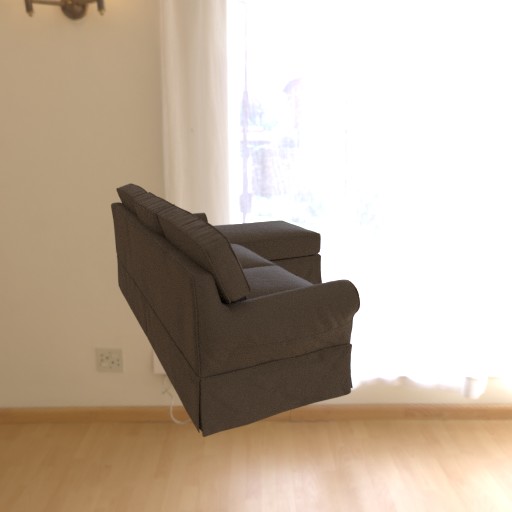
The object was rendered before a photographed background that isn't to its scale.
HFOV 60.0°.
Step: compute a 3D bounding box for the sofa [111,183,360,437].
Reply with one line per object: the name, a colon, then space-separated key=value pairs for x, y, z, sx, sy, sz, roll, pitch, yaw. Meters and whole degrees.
sofa: x=0.000 y=0.000 z=3.347 sx=1.733 sy=0.978 sz=2.475 roll=-7 pitch=17 yaw=-25
